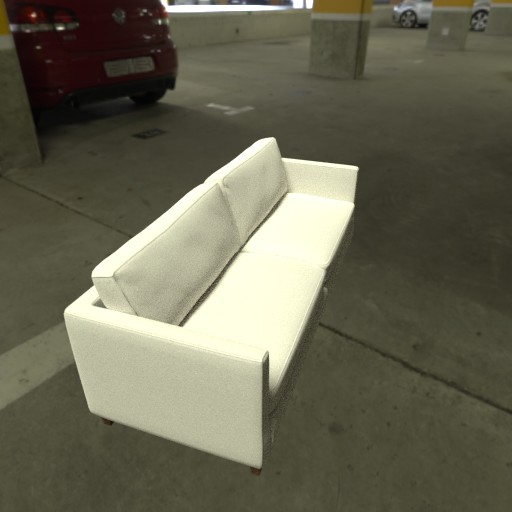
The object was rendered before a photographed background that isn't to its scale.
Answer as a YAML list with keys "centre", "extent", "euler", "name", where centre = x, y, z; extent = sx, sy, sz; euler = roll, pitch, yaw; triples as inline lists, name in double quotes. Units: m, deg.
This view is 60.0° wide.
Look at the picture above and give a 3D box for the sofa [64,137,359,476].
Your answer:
- centre: [0.000, 0.000, 2.839]
  extent: [0.951, 0.962, 2.361]
  euler: [10, 32, 17]
  name: "sofa"
